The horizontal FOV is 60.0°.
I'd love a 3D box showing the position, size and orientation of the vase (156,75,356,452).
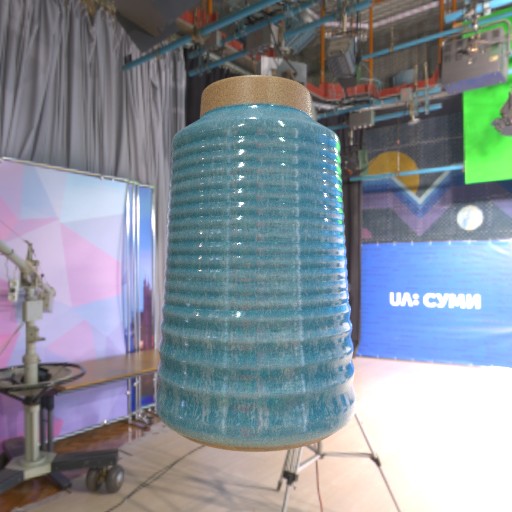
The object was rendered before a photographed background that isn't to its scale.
[{"bbox_3d":[0.000,0.000,0.370,0.163,0.267,0.163,0,0,0],"label":"vase"}]
